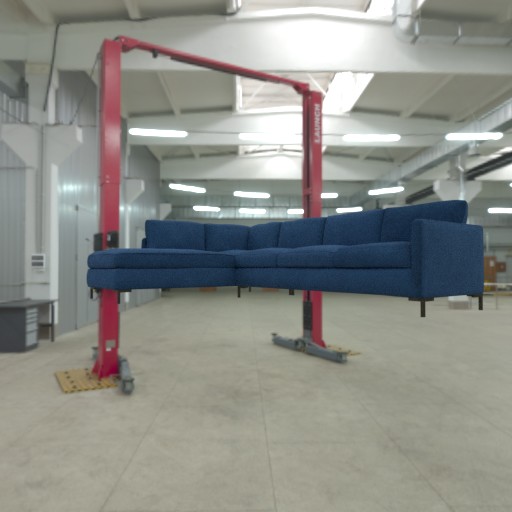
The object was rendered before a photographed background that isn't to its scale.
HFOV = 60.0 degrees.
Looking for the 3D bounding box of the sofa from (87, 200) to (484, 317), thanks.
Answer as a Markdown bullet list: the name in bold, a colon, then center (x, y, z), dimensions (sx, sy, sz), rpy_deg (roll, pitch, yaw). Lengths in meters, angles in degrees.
- **sofa**: center (0.000, 0.000, 3.790), dimensions (2.007, 0.815, 2.949), rpy_deg (1, -2, -37)
